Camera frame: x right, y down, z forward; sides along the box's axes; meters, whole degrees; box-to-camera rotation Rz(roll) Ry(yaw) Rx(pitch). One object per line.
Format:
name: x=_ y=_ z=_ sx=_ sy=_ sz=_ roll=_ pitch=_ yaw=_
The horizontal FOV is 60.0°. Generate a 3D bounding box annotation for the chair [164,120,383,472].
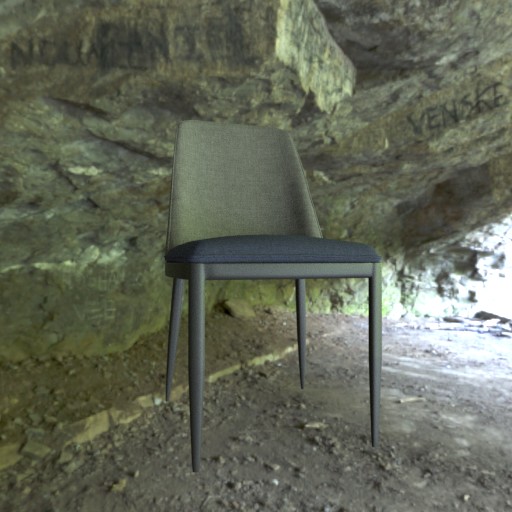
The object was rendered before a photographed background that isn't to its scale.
chair: x=0.000 y=0.000 z=1.179 sx=0.488 sy=0.855 sz=0.550 roll=0 pitch=0 yaw=-17
